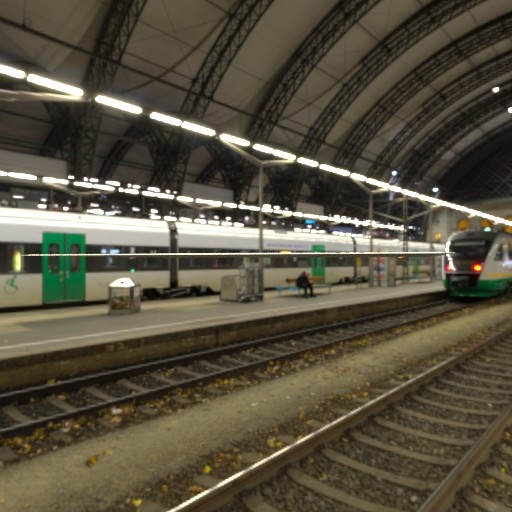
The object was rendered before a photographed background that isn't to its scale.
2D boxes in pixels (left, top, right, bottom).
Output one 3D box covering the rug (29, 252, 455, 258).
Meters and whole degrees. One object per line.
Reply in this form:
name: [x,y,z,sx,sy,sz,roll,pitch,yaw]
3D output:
rug: [0.000,0.000,2.116,1.634,0.003,1.190,0,-1,19]
